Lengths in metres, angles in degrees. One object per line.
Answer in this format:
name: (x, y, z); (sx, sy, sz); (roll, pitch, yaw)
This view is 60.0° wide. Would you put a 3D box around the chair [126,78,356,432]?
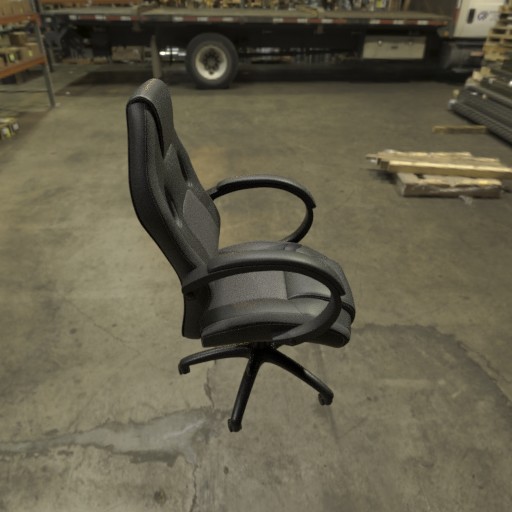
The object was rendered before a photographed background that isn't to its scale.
chair: (0.000, 0.000, 1.612); (0.724, 1.187, 0.673); (-1, 32, -1)
